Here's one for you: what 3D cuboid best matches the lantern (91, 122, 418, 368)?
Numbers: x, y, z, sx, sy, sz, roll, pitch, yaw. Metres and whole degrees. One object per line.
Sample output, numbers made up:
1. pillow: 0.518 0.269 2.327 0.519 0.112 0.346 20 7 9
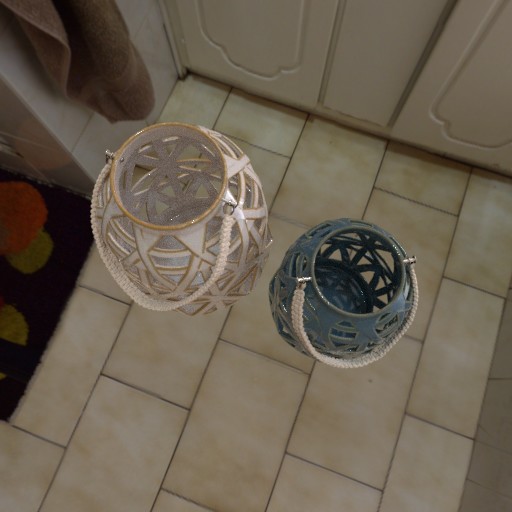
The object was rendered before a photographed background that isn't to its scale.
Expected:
1. lantern: 0.000 0.000 0.605 0.439 0.307 0.245 22 76 6
